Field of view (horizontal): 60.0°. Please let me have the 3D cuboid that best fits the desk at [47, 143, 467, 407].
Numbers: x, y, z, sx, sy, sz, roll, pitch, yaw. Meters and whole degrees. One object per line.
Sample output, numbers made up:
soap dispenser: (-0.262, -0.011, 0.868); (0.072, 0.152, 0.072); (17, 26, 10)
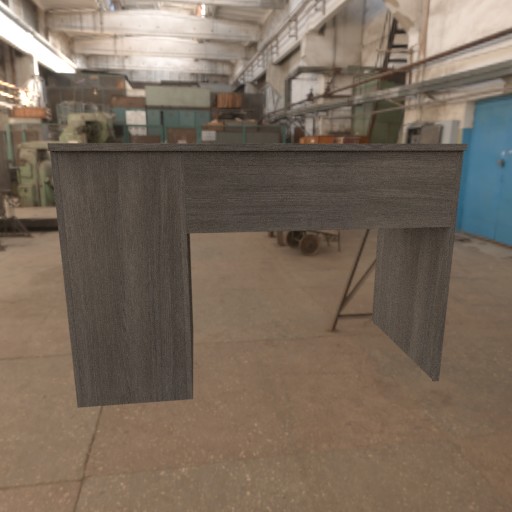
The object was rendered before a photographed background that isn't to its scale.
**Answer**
desk: (0.000, 0.000, 1.502); (1.097, 0.735, 0.560); (-2, 14, -8)
